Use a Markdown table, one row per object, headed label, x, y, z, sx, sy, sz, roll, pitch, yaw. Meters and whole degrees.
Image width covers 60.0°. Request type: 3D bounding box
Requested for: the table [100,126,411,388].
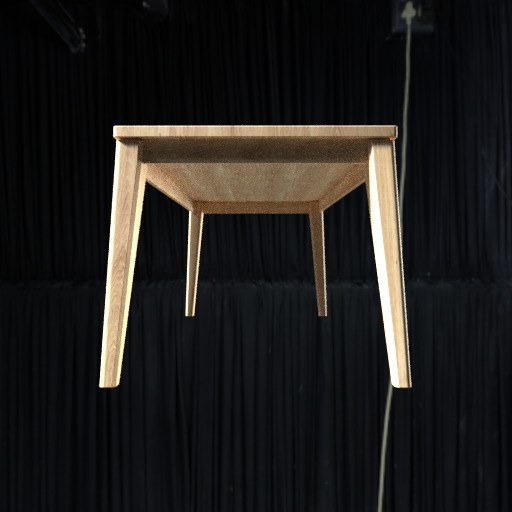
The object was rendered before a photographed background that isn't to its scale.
| label | x | y | z | sx | sy | sz | roll | pitch | yaw |
| --- | --- | --- | --- | --- | --- | --- | --- | --- | --- |
| table | 0.000 | 0.000 | 2.071 | 0.900 | 0.760 | 1.600 | 0 | 0 | 0 |
